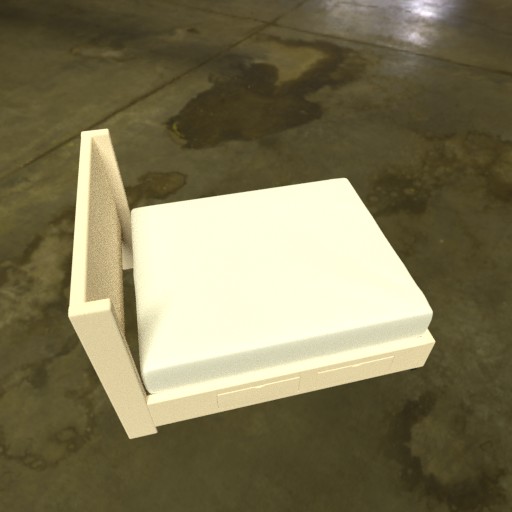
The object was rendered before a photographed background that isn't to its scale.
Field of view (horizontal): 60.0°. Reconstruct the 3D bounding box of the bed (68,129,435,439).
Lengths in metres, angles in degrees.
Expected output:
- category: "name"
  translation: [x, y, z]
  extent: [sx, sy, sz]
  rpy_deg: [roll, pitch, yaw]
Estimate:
- category: "bed"
  translation: [0.000, 0.000, 3.430]
  extent: [2.280, 1.471, 1.765]
  rpy_deg: [-10, 46, -9]
